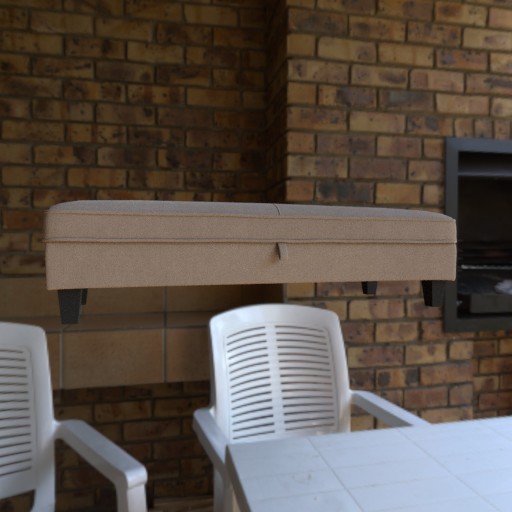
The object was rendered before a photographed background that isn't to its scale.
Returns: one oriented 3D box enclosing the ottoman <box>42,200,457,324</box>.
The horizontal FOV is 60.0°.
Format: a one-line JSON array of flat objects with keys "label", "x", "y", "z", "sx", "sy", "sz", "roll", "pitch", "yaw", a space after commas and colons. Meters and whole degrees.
[{"label": "ottoman", "x": 0.000, "y": 0.000, "z": 2.054, "sx": 1.726, "sy": 0.460, "sz": 0.735, "roll": 0, "pitch": 1, "yaw": -17}]
